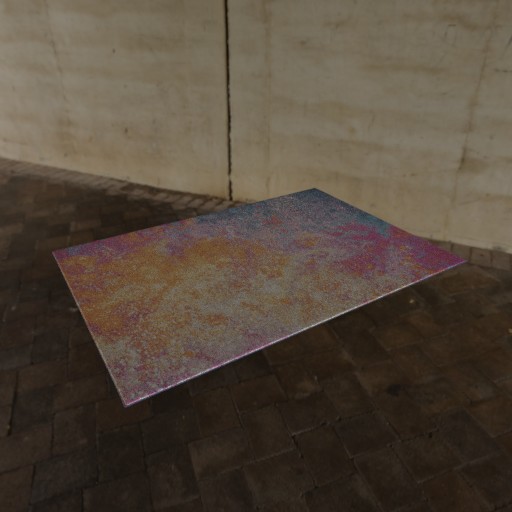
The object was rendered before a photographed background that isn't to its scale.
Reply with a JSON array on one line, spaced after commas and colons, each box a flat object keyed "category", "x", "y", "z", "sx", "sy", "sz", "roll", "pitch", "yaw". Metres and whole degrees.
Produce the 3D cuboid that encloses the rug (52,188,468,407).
[{"category": "rug", "x": 0.000, "y": 0.000, "z": 3.744, "sx": 2.896, "sy": 0.013, "sz": 2.007, "roll": -17, "pitch": 34, "yaw": -28}]
